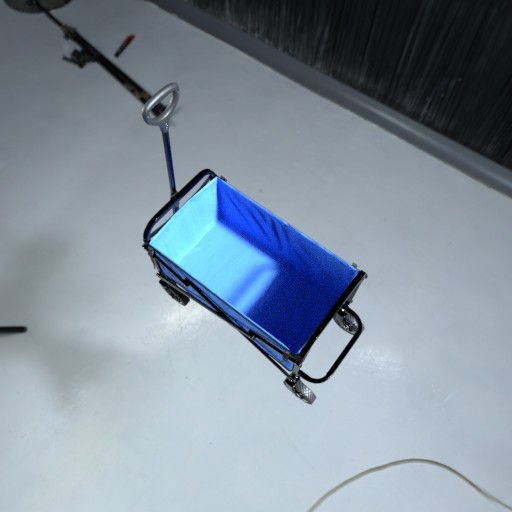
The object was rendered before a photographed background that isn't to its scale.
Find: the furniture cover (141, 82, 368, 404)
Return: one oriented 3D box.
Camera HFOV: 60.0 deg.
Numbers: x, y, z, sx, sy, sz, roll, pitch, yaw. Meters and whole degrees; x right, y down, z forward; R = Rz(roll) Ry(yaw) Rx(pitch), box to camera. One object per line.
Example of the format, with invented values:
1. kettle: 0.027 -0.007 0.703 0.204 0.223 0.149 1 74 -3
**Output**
1. furniture cover: 0.000 0.000 1.814 1.038 1.295 0.532 35 69 16
